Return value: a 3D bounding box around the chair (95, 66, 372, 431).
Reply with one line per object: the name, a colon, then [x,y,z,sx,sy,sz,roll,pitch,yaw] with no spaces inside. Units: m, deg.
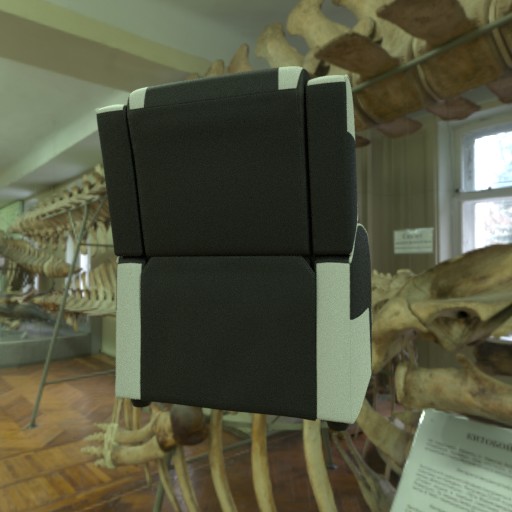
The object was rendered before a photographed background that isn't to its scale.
chair: [0.000,0.000,1.289,0.620,0.805,0.672,0,-1,19]
